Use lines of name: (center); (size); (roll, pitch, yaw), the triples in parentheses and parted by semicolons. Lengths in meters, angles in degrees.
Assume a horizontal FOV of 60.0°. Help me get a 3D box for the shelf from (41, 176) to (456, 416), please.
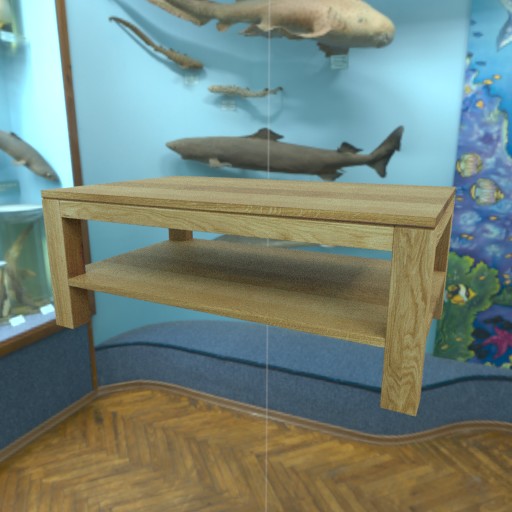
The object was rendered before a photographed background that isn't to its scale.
shelf: (0.000, 0.000, 1.488); (1.150, 0.450, 0.700); (7, 16, 26)
